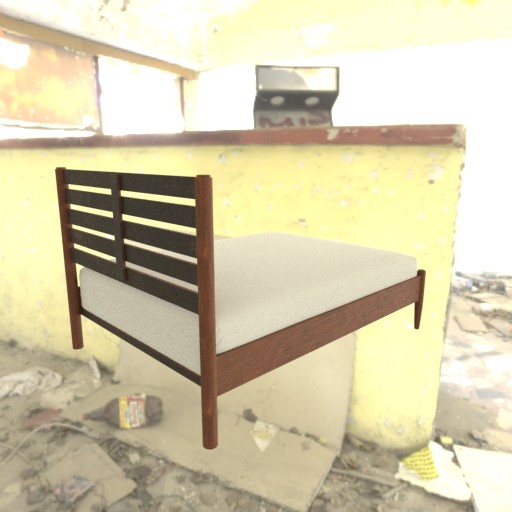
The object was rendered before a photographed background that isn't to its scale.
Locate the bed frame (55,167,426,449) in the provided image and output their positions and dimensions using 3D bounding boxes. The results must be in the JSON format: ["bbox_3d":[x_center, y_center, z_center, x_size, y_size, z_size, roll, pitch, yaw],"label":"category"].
[{"bbox_3d":[0.000,0.000,3.335,2.234,1.321,1.655,-12,18,-43],"label":"bed frame"}]
